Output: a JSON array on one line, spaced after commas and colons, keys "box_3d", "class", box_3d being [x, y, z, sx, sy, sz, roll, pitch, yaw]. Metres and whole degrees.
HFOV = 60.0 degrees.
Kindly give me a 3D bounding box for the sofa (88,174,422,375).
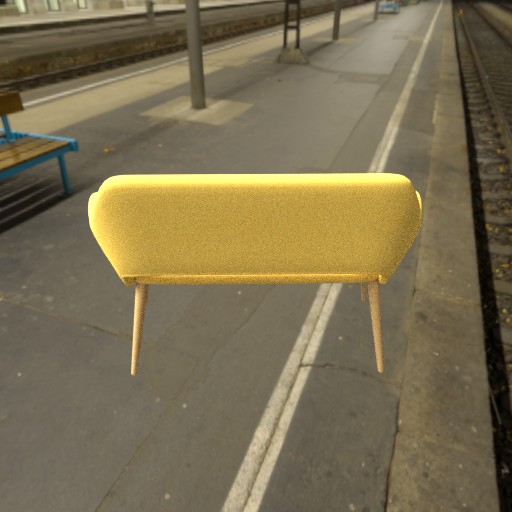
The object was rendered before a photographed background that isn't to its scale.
[{"box_3d": [0.000, 0.000, 1.613, 1.150, 0.840, 0.610, 0, 32, -1], "class": "sofa"}]
